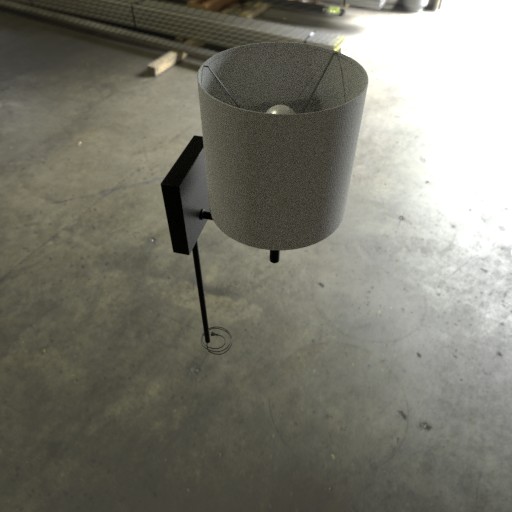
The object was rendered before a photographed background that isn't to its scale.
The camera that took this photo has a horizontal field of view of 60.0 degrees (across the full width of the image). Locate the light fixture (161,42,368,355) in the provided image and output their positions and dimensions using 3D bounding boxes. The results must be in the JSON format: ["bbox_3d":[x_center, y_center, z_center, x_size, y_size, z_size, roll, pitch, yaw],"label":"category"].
[{"bbox_3d":[0.000,0.000,0.705,0.248,0.589,0.188,11,46,10],"label":"light fixture"}]
